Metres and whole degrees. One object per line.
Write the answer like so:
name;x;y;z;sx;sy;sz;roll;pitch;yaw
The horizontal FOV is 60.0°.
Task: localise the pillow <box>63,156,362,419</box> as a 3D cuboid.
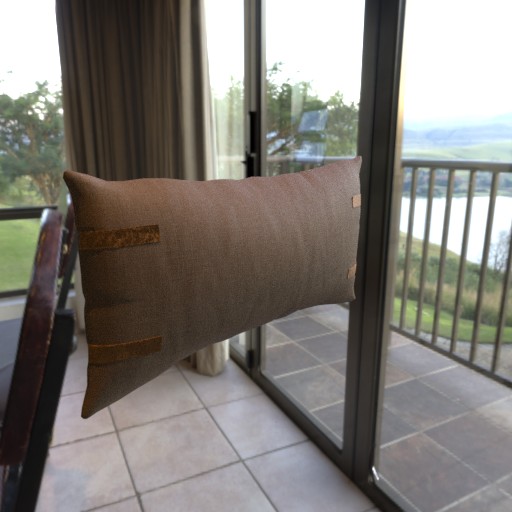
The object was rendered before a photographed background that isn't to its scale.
pillow;0.000;0.000;0.721;0.148;0.308;0.612;13;19;43
